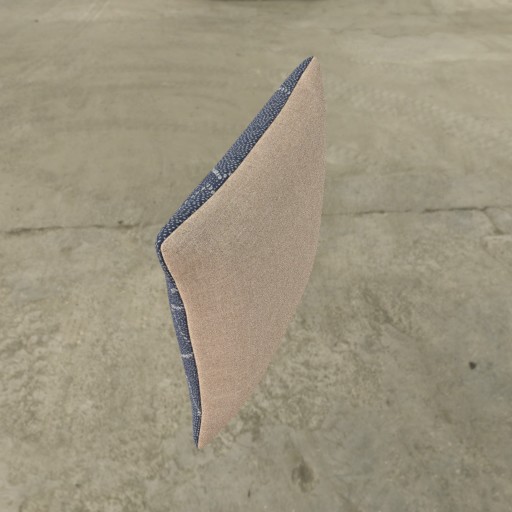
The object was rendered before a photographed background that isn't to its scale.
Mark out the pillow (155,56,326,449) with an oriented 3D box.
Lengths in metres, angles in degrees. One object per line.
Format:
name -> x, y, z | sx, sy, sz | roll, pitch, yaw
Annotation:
pillow -> 0.000, 0.000, 0.656 | 0.148, 0.428, 0.435 | 16, 48, 16
